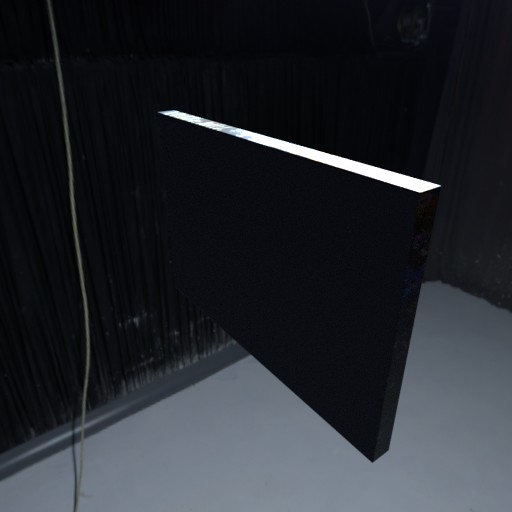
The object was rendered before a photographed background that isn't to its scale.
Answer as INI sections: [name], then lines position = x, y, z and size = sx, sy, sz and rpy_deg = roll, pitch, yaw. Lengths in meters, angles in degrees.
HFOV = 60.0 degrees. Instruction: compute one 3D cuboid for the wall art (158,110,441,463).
[wall art]
position = 0.000, 0.000, 0.771
size = 0.037, 0.406, 0.610
rpy_deg = -19, 33, -32
